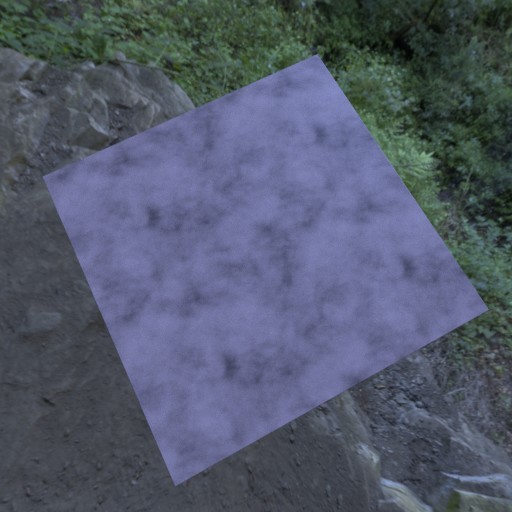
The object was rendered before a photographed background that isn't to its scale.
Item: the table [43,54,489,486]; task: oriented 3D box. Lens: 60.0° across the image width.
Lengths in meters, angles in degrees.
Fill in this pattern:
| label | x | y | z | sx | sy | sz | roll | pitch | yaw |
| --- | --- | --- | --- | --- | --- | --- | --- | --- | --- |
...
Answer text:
| label | x | y | z | sx | sy | sz | roll | pitch | yaw |
| --- | --- | --- | --- | --- | --- | --- | --- | --- | --- |
| table | 0.000 | 0.000 | 1.341 | 0.890 | 0.305 | 0.890 | -27 | 76 | -7 |
